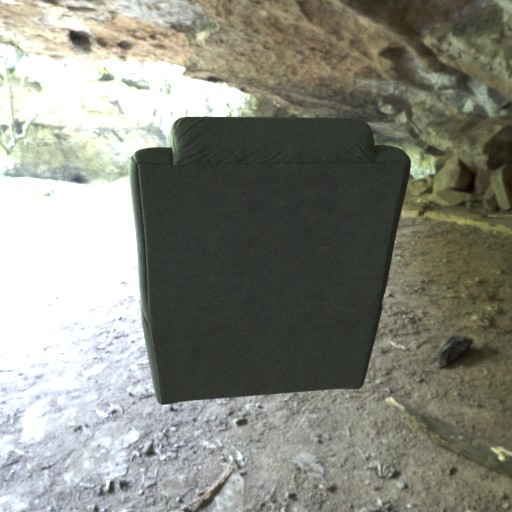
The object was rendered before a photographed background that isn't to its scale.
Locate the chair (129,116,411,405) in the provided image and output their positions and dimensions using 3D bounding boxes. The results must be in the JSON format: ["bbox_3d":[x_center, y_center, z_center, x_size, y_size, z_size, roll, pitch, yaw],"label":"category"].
[{"bbox_3d":[0.000,0.000,1.929,0.967,1.116,1.068,-2,15,-8],"label":"chair"}]
